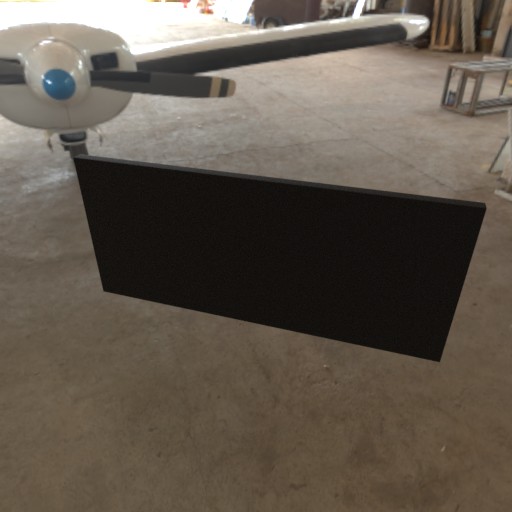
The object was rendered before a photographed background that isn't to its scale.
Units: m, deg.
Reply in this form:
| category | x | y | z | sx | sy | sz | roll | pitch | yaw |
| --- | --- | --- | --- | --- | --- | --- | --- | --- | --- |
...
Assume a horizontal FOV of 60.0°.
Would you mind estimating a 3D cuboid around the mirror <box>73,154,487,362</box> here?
| category | x | y | z | sx | sy | sz | roll | pitch | yaw |
| --- | --- | --- | --- | --- | --- | --- | --- | --- | --- |
| mirror | 0.000 | 0.000 | 1.840 | 1.584 | 0.692 | 0.047 | 10 | 33 | 15 |
